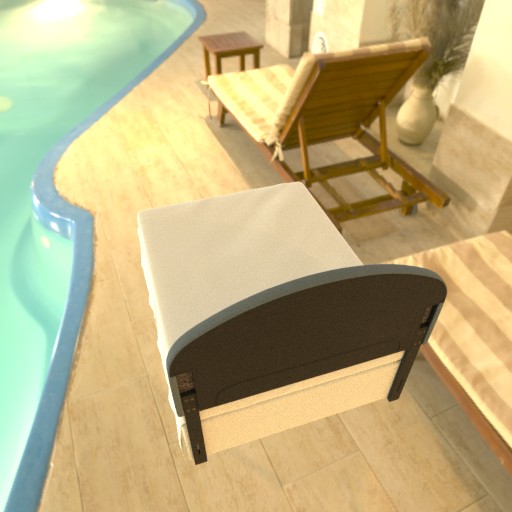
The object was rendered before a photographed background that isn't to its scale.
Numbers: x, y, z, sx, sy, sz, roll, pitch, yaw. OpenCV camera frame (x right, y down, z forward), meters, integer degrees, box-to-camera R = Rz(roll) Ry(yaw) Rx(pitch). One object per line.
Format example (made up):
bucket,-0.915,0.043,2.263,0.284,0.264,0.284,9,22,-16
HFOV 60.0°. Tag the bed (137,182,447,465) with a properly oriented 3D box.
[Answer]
bed,0.000,0.000,3.154,1.607,1.410,2.005,-12,44,-13
